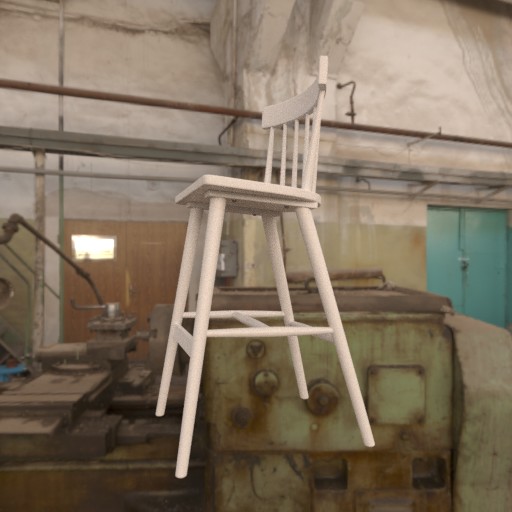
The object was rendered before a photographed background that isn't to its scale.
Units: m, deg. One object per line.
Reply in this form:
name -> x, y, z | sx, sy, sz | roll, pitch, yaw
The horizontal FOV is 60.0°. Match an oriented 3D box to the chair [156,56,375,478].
chair -> 0.000, 0.000, 1.390 | 0.572, 1.092, 0.483 | 0, 0, -19
